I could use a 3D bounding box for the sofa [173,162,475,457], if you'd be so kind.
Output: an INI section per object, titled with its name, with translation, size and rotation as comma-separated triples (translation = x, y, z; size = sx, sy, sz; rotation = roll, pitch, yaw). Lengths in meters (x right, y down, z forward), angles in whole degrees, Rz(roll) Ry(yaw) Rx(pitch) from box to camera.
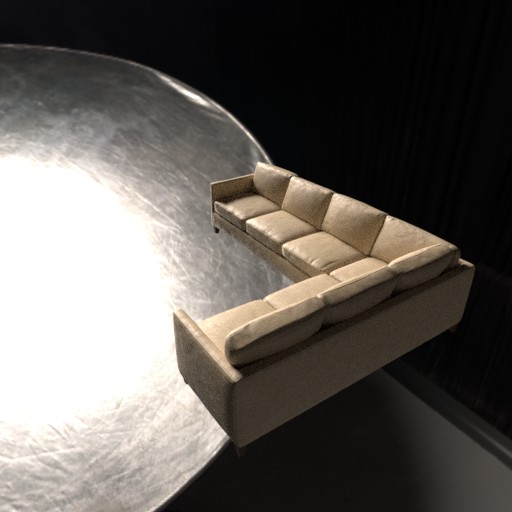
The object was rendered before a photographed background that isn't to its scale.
[sofa]
translation = 0.000, 0.000, 4.622
size = 2.593, 0.947, 3.302
rotation = -18, 34, -29
